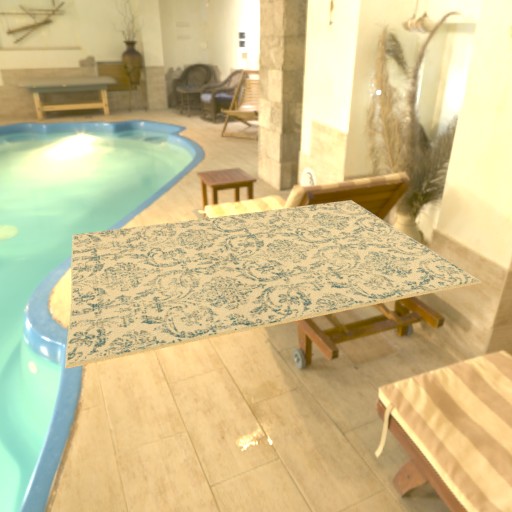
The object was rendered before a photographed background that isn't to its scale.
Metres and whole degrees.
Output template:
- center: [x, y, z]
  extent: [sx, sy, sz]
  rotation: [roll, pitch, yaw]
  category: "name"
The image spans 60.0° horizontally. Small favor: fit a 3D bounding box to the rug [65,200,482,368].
- center: [0.000, 0.000, 3.494]
  extent: [2.746, 0.018, 1.819]
  rotation: [-9, 28, -17]
  category: "rug"
